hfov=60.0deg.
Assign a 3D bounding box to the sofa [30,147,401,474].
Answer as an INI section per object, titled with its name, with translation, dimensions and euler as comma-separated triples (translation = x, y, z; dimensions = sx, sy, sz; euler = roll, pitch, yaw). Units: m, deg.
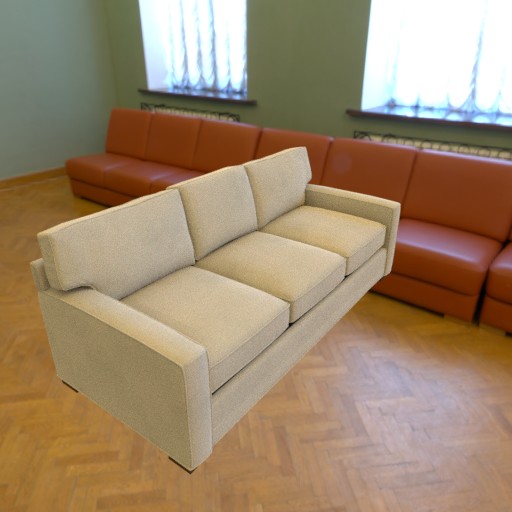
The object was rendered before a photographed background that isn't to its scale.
[sofa]
translation = 0.000, 0.000, 2.540
dimensions = 0.935, 0.862, 2.088
euler = 18, 31, 32
